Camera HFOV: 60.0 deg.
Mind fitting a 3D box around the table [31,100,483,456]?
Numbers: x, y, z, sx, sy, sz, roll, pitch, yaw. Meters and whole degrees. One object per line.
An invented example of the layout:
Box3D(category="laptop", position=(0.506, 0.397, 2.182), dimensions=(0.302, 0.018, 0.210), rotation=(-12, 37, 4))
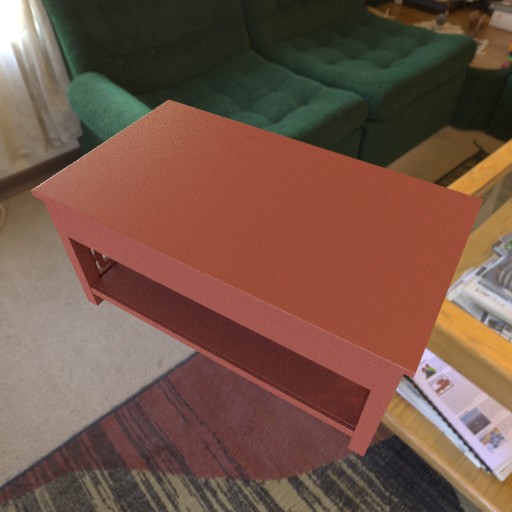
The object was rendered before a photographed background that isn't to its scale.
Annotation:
Box3D(category="table", position=(0.000, 0.000, 1.382), dimensions=(1.068, 0.493, 0.612), rotation=(24, 51, 21))
